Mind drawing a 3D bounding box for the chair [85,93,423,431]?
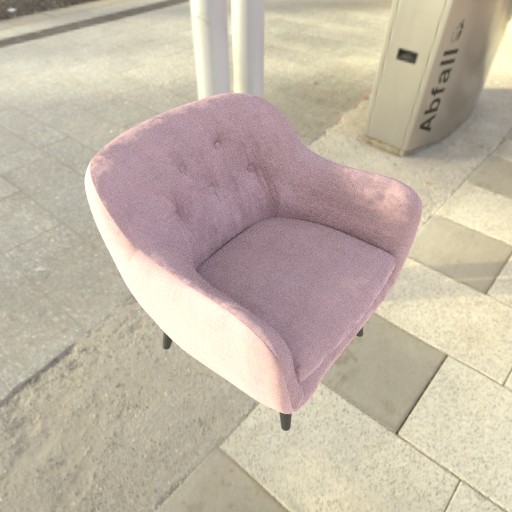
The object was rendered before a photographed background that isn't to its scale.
[{"bbox_3d":[0.000,0.000,1.519,0.820,0.820,0.840,28,49,28],"label":"chair"}]
